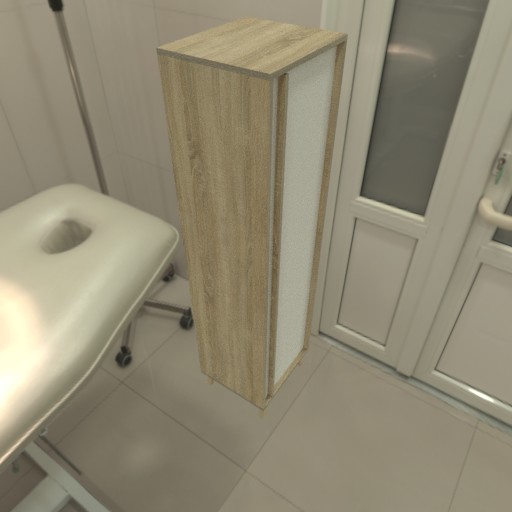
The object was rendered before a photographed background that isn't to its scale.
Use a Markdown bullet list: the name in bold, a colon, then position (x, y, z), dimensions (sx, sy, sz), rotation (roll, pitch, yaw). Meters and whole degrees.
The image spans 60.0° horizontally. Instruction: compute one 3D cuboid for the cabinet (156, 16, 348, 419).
- **cabinet**: position (0.000, 0.000, 2.166), dimensions (0.450, 1.960, 0.510), rotation (24, 46, 25)
